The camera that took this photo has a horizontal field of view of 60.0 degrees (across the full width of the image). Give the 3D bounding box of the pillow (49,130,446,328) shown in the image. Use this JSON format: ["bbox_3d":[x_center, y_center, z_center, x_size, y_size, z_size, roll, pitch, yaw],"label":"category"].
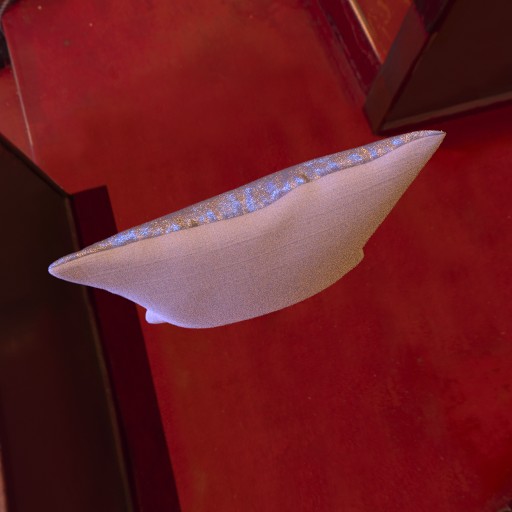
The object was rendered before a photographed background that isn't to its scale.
[{"bbox_3d":[0.000,0.000,0.707,0.470,0.464,0.175,-18,76,-5],"label":"pillow"}]
